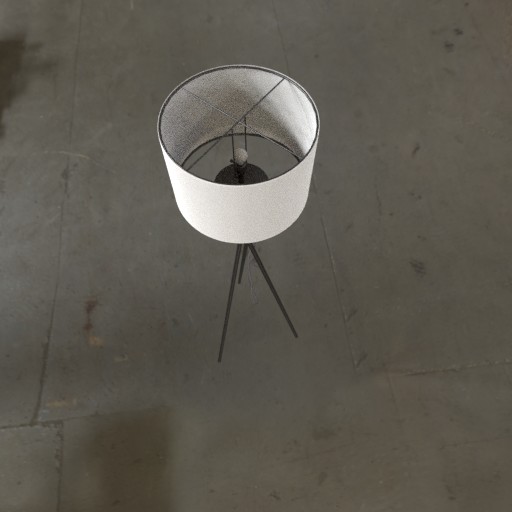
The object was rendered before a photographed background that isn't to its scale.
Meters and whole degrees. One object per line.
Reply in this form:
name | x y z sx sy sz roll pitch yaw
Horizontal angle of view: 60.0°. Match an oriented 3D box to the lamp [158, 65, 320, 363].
lamp | 0.000 0.000 1.905 0.522 1.624 0.667 34 68 16
